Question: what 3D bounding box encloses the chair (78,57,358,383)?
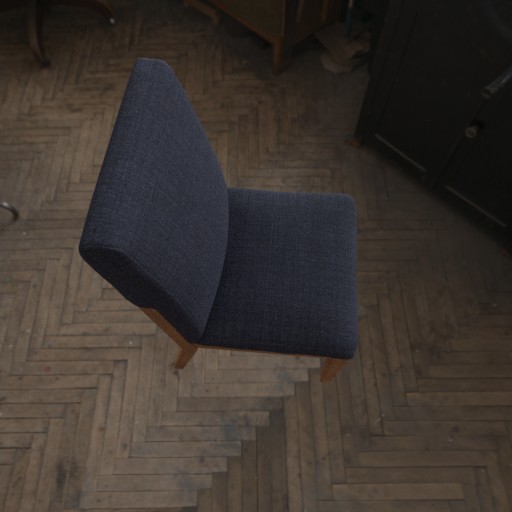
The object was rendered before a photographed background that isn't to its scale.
[{"bbox_3d":[0.000,0.000,1.239,0.586,0.911,0.507,5,64,2],"label":"chair"}]
